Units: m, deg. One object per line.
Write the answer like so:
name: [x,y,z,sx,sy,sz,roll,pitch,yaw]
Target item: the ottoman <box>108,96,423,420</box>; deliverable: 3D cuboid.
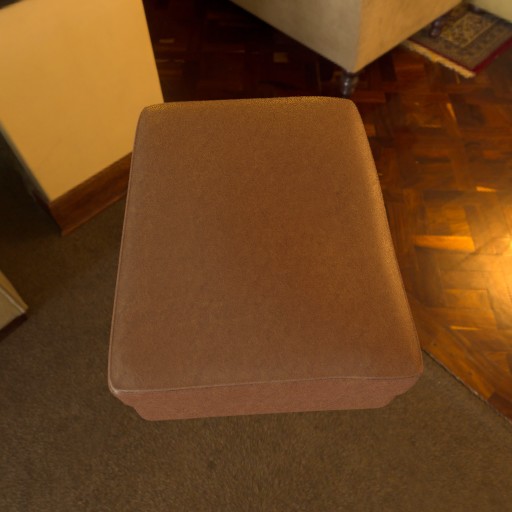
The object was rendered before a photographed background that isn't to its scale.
ottoman: [0.000,0.000,1.248,0.650,0.485,0.851,-3,59,-2]
